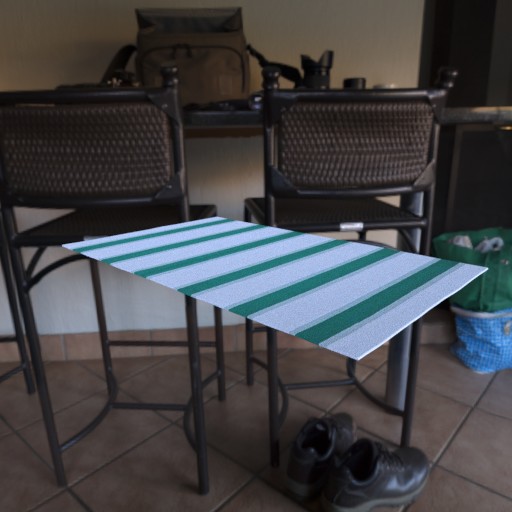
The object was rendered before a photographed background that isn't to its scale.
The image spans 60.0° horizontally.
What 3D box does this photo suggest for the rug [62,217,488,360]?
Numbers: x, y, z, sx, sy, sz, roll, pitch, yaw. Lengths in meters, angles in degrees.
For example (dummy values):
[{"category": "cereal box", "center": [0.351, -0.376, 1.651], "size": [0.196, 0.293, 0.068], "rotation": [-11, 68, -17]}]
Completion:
[{"category": "rug", "center": [0.000, 0.000, 2.945], "size": [2.436, 0.015, 1.521], "rotation": [14, 21, 41]}]
